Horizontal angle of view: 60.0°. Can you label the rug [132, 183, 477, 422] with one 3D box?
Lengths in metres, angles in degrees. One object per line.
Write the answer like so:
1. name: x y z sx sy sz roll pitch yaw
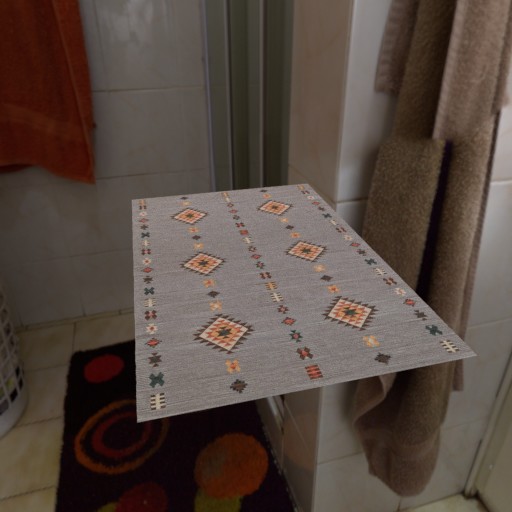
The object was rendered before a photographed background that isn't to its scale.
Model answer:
1. rug: 0.000 0.000 2.262 1.217 0.005 1.818 -7 31 -12
